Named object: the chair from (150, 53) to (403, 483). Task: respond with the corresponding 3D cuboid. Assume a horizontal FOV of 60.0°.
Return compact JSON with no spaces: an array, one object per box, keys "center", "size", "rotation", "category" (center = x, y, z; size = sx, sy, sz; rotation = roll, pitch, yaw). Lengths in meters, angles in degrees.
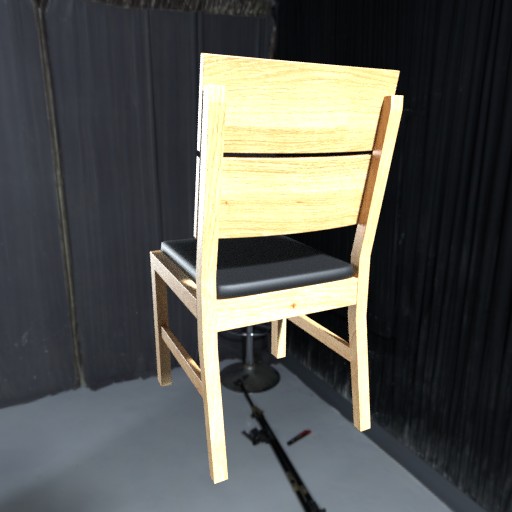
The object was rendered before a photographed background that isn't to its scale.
[{"center":[0.000,0.000,1.260],"size":[0.475,0.950,0.569],"rotation":[-7,16,-26],"category":"chair"}]
